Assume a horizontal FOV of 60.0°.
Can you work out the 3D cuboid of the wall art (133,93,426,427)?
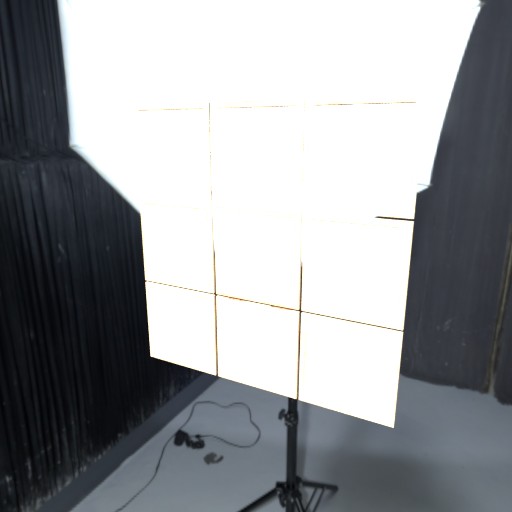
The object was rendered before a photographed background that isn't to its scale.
[{"bbox_3d":[0.000,0.000,1.834,1.214,1.219,0.013,8,17,27],"label":"wall art"}]
